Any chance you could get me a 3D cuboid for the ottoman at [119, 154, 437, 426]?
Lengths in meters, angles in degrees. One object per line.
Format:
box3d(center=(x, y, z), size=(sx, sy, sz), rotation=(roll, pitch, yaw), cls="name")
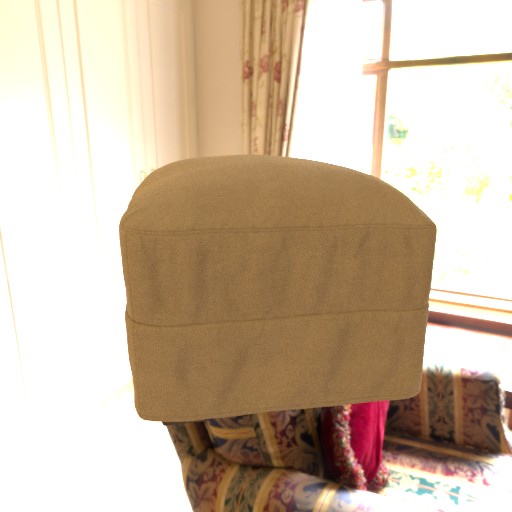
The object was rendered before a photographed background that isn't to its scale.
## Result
box3d(center=(0.000, 0.000, 1.083), size=(0.584, 0.480, 0.712), rotation=(-3, 16, -11), cls="ottoman")
